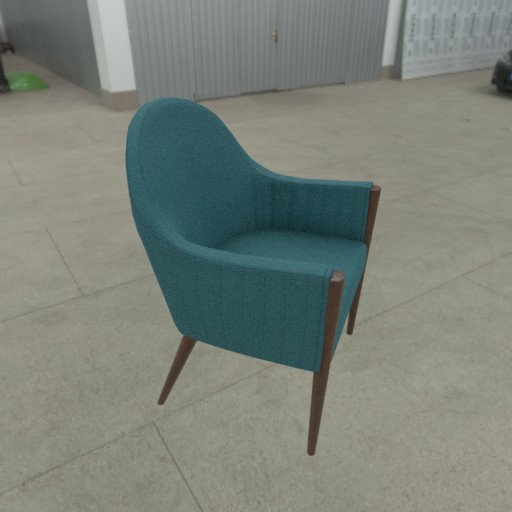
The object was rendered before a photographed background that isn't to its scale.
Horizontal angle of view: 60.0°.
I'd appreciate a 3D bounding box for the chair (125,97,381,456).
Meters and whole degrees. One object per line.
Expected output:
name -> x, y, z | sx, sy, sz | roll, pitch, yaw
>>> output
chair -> 0.000, 0.000, 1.400 | 0.652, 0.907, 0.656 | 11, 32, 18
